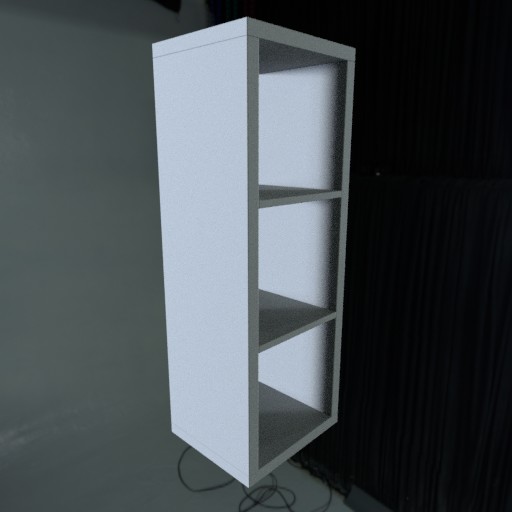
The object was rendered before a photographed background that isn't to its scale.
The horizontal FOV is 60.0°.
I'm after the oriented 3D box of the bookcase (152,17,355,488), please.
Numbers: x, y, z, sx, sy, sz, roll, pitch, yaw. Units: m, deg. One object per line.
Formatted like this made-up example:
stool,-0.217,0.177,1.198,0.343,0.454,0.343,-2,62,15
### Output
bookcase,0.000,0.000,1.235,0.330,1.080,0.390,13,19,43
